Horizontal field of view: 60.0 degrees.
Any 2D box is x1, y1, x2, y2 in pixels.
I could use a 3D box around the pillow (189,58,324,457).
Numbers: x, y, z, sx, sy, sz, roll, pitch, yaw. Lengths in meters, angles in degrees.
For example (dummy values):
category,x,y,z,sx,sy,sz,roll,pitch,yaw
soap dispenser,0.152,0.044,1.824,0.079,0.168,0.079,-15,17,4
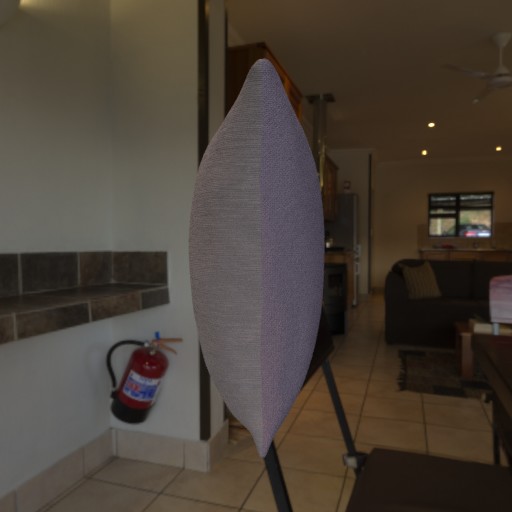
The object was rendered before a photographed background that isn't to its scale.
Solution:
category,x,y,z,sx,sy,sz,roll,pitch,yaw
pillow,0.000,0.000,0.695,0.204,0.439,0.452,0,1,0
